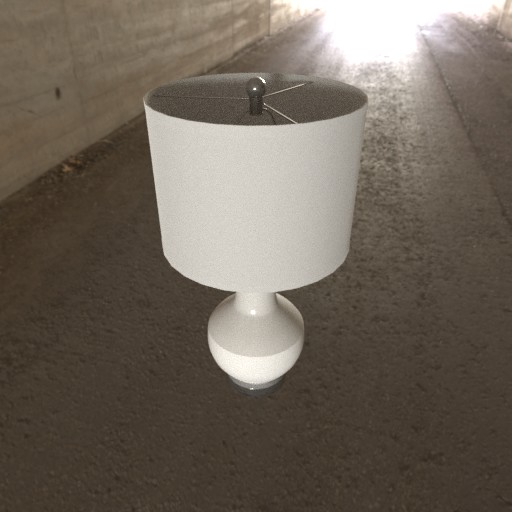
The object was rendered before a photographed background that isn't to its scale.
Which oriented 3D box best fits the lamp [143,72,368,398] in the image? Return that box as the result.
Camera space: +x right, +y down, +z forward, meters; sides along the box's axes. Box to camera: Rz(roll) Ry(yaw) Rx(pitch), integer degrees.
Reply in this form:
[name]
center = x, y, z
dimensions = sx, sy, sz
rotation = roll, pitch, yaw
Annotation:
[lamp]
center = 0.000, 0.000, 0.882
dimensions = 0.357, 0.673, 0.357
rotation = -12, 35, -18
